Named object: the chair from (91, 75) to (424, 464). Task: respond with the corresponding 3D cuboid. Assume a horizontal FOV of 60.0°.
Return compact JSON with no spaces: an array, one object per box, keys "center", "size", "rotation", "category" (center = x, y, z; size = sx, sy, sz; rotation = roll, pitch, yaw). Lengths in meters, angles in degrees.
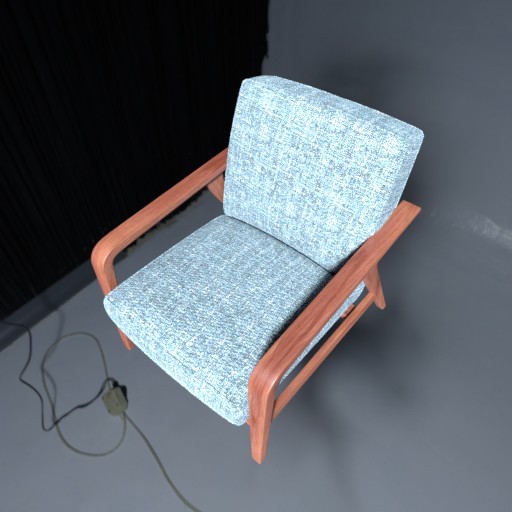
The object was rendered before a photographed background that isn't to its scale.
[{"center":[0.000,0.000,1.478],"size":[0.719,0.864,0.889],"rotation":[31,54,26],"category":"chair"}]
